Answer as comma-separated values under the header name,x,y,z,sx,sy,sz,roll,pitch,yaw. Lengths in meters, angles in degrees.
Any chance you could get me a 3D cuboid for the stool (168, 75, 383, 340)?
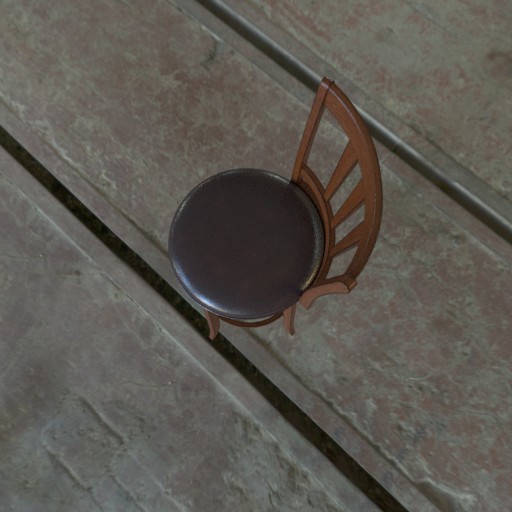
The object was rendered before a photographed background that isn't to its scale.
name,x,y,z,sx,sy,sz,roll,pitch,yaw
stool,0.000,0.000,1.434,0.503,1.177,0.464,-3,75,-1
